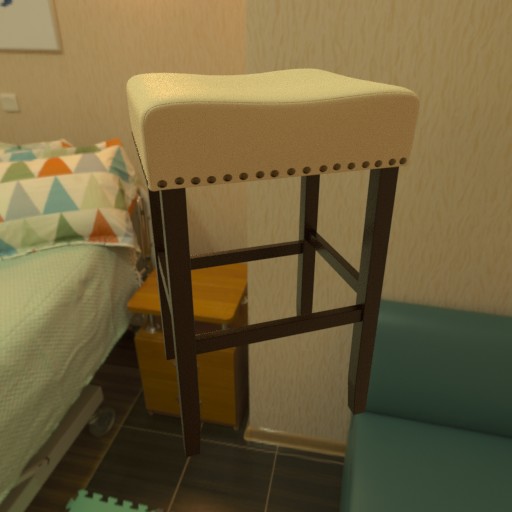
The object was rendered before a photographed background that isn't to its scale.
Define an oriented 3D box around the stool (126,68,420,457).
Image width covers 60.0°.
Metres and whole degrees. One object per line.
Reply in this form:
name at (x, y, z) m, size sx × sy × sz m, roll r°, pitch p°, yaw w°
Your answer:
stool at (0.000, 0.000, 1.021) m, size 0.471 × 0.762 × 0.401 m, roll -8°, pitch 29°, yaw -15°
